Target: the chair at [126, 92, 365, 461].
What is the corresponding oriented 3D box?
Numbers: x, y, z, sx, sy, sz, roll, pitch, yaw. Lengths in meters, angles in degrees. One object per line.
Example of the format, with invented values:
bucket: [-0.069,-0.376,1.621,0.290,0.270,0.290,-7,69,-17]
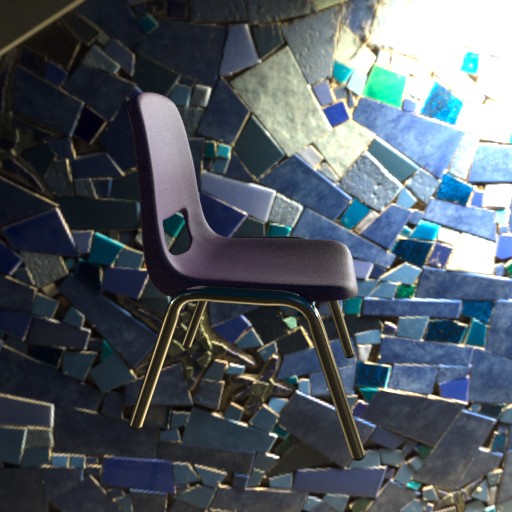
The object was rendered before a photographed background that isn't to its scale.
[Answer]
chair: [0.000,0.000,0.838,0.419,0.584,0.356,3,17,9]
